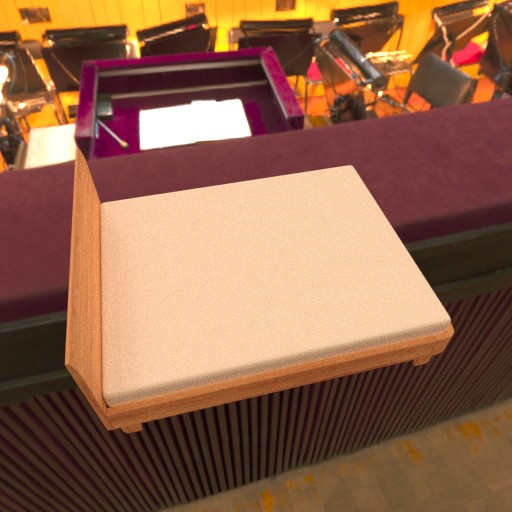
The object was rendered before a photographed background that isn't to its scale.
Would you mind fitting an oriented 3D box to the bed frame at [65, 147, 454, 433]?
[{"bbox_3d":[0.000,0.000,2.953,2.092,0.940,1.660,-10,49,-9],"label":"bed frame"}]
